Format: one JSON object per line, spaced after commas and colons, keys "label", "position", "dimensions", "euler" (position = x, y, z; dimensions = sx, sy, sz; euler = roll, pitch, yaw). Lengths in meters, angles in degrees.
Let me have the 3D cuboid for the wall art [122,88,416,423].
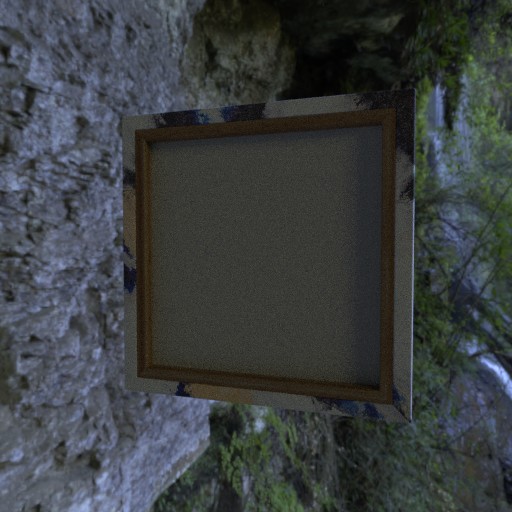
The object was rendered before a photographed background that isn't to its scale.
{"label": "wall art", "position": [0.000, 0.000, 0.910], "dimensions": [0.609, 0.609, 0.039], "euler": [1, 2, 18]}
